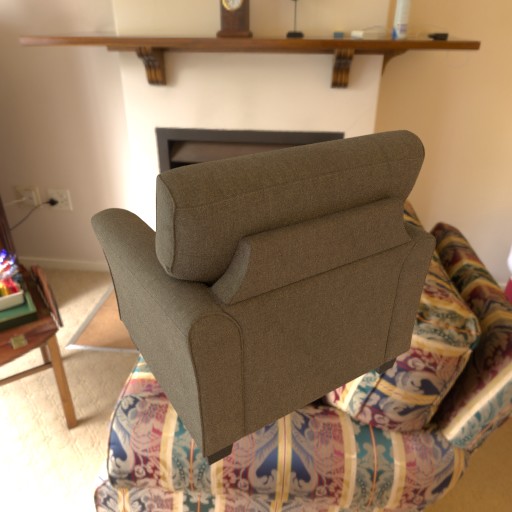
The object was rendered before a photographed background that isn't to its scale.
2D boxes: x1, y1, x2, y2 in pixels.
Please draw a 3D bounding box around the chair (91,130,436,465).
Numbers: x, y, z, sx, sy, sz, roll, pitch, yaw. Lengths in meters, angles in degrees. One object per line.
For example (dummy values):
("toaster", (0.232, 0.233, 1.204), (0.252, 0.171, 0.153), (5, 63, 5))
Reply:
("chair", (0.000, 0.000, 1.598), (0.941, 0.890, 0.816), (-17, 32, -29))
